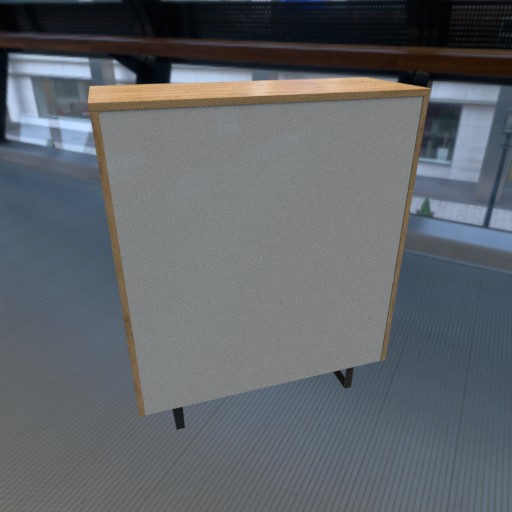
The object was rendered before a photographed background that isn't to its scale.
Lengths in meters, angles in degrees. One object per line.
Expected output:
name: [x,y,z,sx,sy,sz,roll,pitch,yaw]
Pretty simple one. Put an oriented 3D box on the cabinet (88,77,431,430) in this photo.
cabinet: [0.000,0.000,1.949,1.168,1.397,0.473,-8,28,-16]
